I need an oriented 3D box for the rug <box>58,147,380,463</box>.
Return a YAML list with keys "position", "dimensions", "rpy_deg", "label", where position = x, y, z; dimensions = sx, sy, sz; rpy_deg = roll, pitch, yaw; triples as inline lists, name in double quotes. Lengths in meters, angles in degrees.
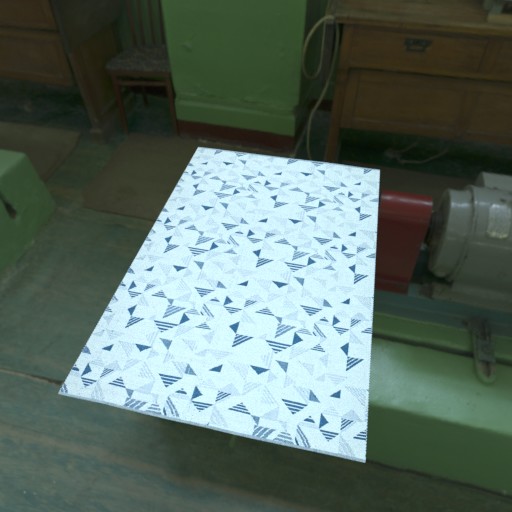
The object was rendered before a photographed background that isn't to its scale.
- position: [0.000, 0.000, 2.287]
  dimensions: [1.206, 0.003, 1.835]
  rpy_deg: [9, 47, 9]
  label: "rug"
